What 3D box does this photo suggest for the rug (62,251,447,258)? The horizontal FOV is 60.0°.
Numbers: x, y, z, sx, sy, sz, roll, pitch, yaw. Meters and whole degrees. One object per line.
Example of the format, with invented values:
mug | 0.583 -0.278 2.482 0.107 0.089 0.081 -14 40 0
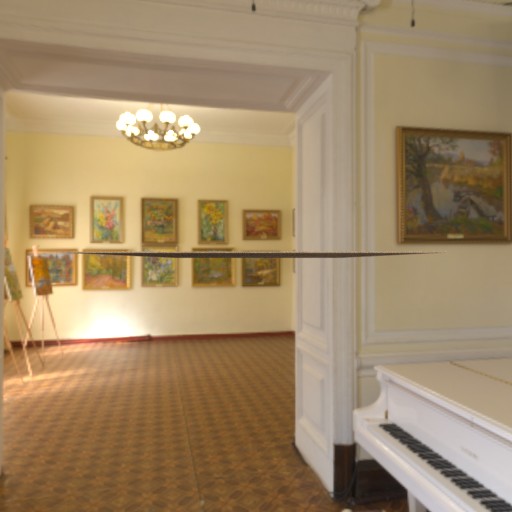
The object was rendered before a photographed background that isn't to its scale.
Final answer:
rug | 0.000 0.000 3.729 1.981 0.006 2.895 0 -1 0
